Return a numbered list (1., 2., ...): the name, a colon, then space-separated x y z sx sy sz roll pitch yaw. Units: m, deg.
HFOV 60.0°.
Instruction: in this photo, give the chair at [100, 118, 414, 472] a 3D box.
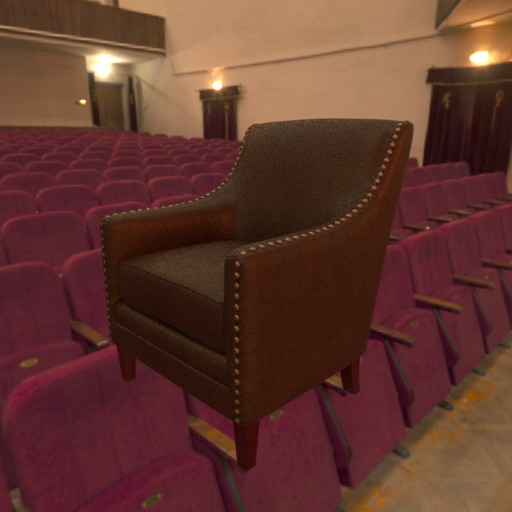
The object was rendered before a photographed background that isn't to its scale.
1. chair: 0.000 0.000 1.348 0.639 0.813 0.704 15 21 43
